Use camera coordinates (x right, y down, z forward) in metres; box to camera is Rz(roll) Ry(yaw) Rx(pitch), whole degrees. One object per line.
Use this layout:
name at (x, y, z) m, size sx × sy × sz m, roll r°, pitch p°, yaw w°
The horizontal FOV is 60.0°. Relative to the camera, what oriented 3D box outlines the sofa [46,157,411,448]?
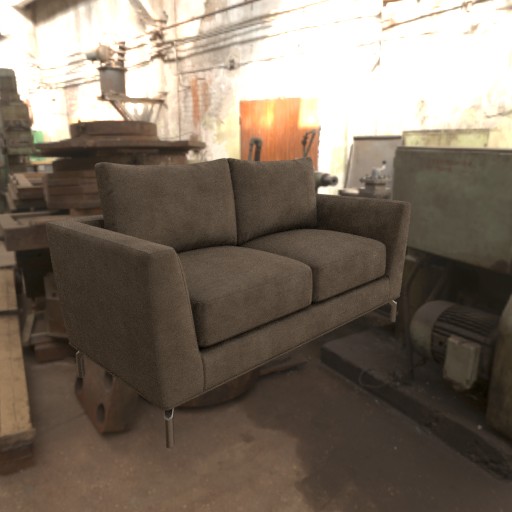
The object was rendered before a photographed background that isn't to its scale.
sofa at (0.000, 0.000, 2.362) m, size 0.855 × 1.013 × 1.832 m, roll 13°, pitch 19°, yaw 43°
